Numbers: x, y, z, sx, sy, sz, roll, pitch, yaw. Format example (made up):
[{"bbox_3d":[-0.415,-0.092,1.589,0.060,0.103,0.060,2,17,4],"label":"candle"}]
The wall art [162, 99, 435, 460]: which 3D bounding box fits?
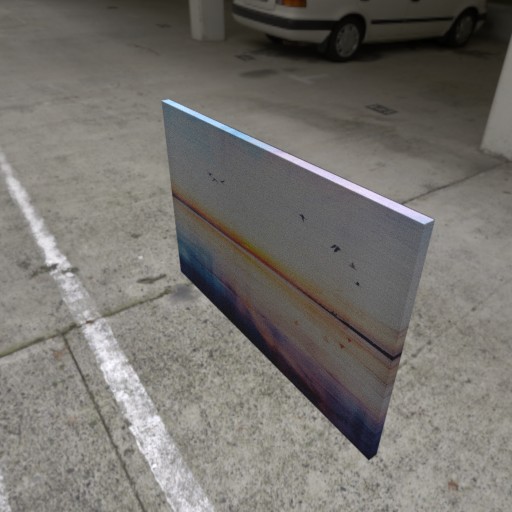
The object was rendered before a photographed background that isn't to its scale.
[{"bbox_3d":[0.000,0.000,0.762,0.018,0.402,0.604,-21,39,-29],"label":"wall art"}]
